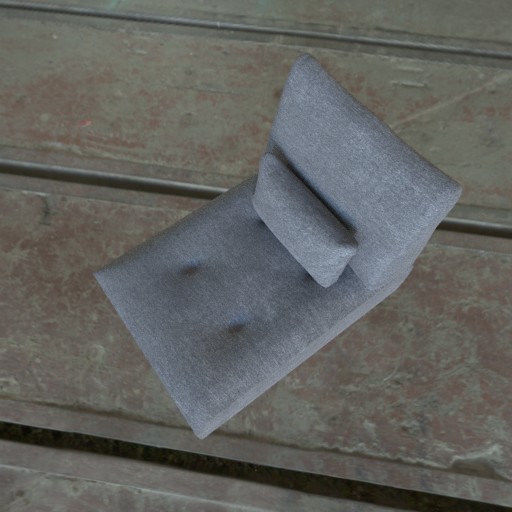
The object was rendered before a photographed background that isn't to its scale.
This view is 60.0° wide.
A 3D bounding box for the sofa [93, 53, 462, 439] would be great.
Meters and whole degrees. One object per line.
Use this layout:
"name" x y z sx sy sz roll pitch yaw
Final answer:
"sofa" 0.000 0.000 1.553 1.000 0.820 0.700 -34 69 -15
